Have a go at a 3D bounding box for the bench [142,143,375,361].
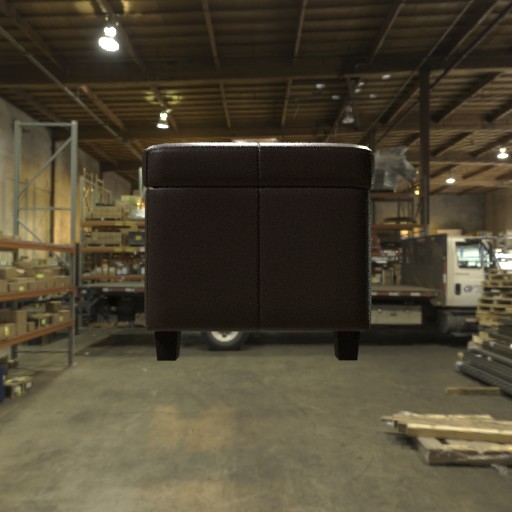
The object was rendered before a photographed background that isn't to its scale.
[{"bbox_3d":[0.000,0.000,1.414,0.450,0.417,1.219,0,-1,0],"label":"bench"}]
